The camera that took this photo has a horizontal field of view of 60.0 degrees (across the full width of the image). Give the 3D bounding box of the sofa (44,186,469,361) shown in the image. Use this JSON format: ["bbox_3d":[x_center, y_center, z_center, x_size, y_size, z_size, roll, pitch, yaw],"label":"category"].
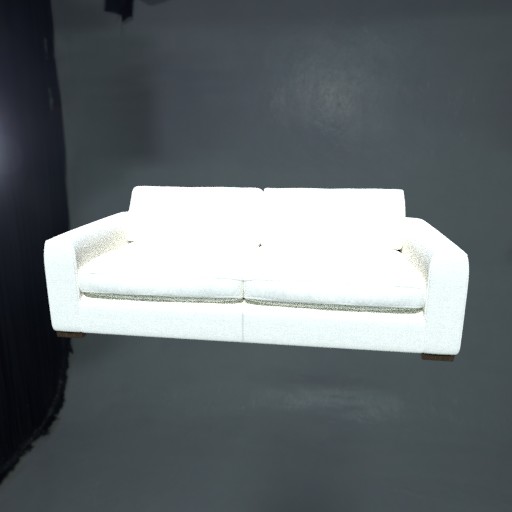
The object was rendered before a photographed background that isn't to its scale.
[{"bbox_3d":[0.000,0.000,2.806,2.262,0.801,1.070,2,15,8],"label":"sofa"}]
